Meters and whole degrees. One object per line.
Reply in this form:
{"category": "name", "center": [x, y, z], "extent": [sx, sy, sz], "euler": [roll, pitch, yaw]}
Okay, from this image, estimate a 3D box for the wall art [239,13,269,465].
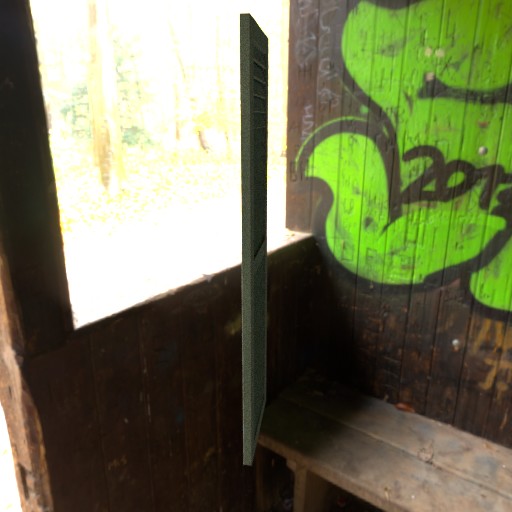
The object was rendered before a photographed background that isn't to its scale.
{"category": "wall art", "center": [0.000, 0.000, 1.309], "extent": [0.025, 1.219, 0.329], "euler": [3, 17, 8]}
